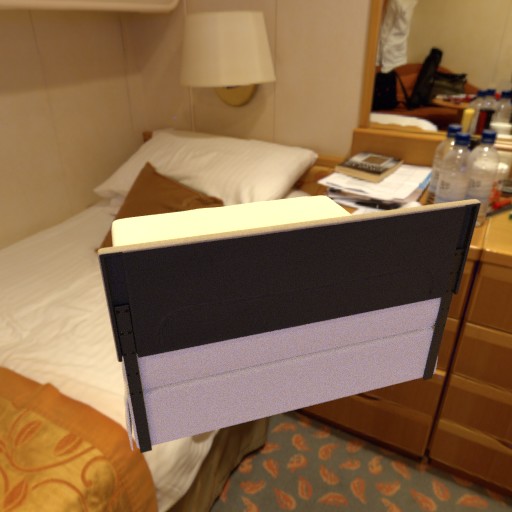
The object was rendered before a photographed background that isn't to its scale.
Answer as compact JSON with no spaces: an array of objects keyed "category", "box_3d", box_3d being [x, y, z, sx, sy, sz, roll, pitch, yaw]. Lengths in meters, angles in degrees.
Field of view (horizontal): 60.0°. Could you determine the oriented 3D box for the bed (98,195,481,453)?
[{"category":"bed","box_3d":[0.000,0.000,3.353,2.170,1.346,1.914,-9,29,-16]}]
